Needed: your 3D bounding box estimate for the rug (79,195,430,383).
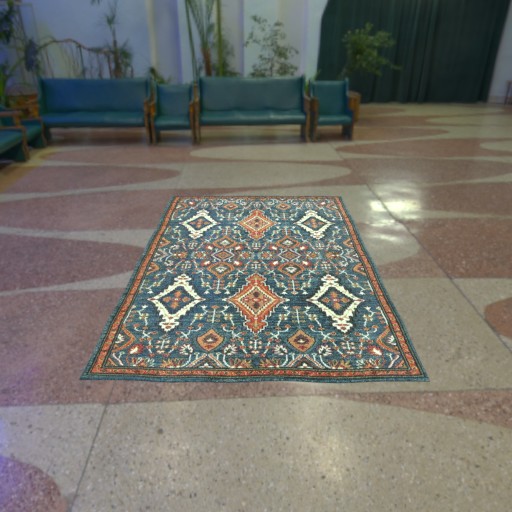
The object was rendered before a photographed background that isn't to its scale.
[{"bbox_3d":[0.000,0.000,4.210,2.190,0.008,3.371,0,27,0],"label":"rug"}]
